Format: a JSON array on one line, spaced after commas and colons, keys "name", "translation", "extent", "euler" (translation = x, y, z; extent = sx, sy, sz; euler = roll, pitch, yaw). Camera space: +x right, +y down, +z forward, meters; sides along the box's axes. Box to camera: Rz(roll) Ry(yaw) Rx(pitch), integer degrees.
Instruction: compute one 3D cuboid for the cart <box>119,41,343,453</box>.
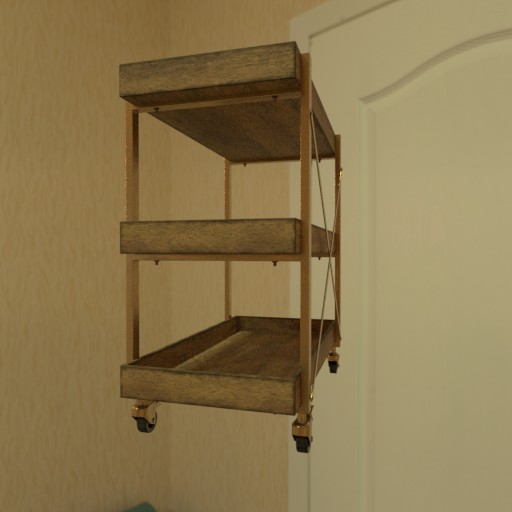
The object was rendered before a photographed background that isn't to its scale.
[{"name": "cart", "translation": [0.000, 0.000, 1.228], "extent": [0.416, 0.799, 0.750], "euler": [0, 1, 16]}]
